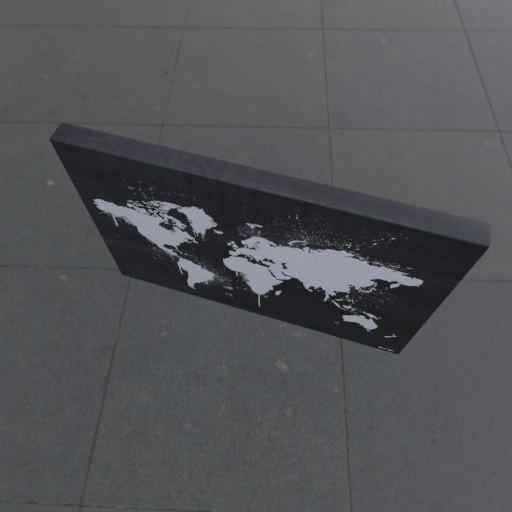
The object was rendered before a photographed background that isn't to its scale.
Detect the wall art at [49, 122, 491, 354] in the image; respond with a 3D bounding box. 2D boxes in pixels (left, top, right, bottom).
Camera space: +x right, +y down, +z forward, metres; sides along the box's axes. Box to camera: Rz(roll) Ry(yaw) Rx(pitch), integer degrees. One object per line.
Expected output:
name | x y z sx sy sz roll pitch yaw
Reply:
wall art | 0.000 0.000 0.770 0.610 0.409 0.038 15 60 9
